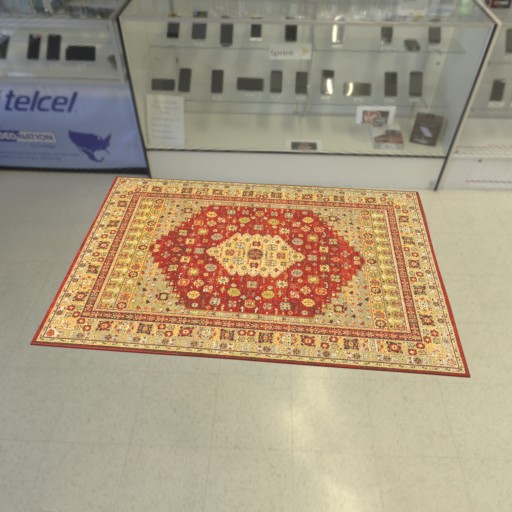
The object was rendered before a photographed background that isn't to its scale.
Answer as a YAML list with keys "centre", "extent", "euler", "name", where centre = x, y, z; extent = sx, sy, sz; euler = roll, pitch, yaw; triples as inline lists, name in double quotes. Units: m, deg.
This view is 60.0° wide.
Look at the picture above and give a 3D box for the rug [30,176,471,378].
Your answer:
- centre: [0.000, 0.000, 2.218]
  extent: [1.802, 0.013, 1.194]
  euler: [3, 46, 3]
  name: "rug"
